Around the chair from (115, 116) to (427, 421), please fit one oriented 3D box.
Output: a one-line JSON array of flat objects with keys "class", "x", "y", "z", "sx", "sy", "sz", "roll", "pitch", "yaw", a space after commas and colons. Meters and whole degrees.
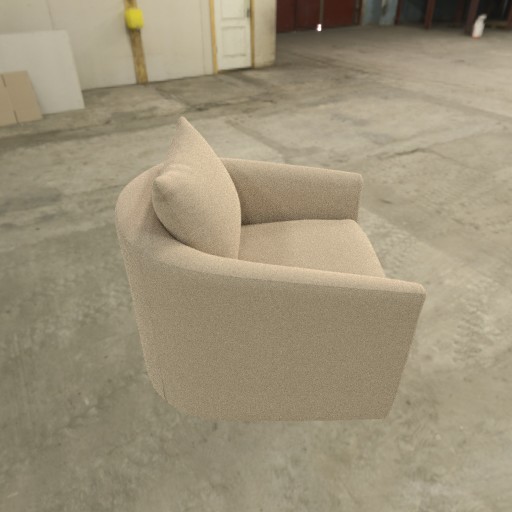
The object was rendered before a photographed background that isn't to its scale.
[{"class": "chair", "x": 0.000, "y": 0.000, "z": 1.598, "sx": 0.910, "sy": 0.848, "sz": 0.845, "roll": -1, "pitch": 33, "yaw": -1}]
